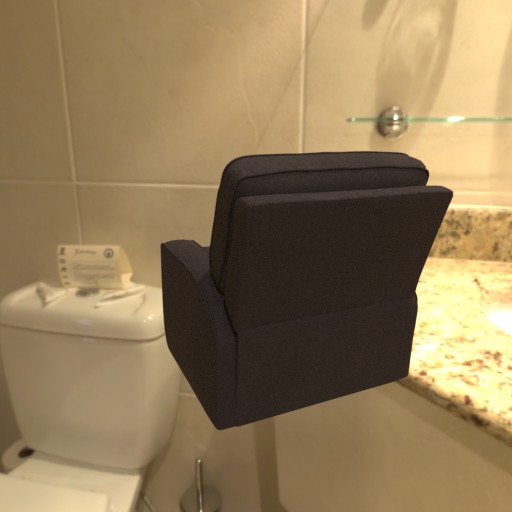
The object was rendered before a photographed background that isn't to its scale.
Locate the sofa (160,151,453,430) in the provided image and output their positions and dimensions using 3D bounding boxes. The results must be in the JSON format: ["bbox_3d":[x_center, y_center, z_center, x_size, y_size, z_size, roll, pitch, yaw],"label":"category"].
[{"bbox_3d":[0.000,0.000,2.030,0.861,0.959,1.472,-7,16,-24],"label":"sofa"}]
